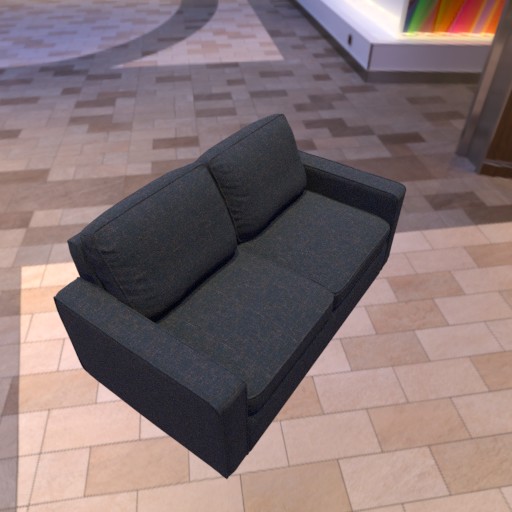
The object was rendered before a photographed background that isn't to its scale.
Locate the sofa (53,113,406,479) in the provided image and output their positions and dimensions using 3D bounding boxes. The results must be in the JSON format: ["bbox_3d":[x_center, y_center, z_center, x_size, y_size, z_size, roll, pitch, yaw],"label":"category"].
[{"bbox_3d":[0.000,0.000,2.273,0.947,0.918,1.709,25,47,26],"label":"sofa"}]
